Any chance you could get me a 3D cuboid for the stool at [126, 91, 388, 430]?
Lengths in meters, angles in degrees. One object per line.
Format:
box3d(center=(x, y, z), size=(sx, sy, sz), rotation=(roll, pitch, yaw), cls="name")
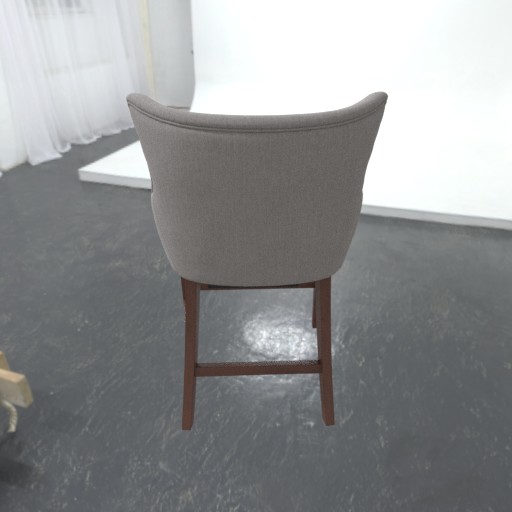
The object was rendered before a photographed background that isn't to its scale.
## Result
box3d(center=(0.000, 0.000, 1.294), size=(0.575, 0.951, 0.575), rotation=(-1, 29, -2), cls="stool")
